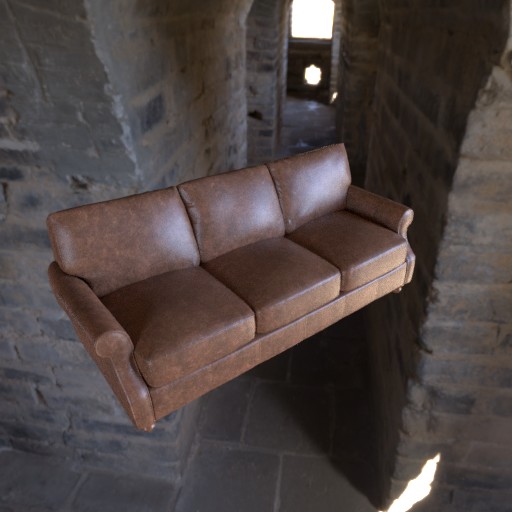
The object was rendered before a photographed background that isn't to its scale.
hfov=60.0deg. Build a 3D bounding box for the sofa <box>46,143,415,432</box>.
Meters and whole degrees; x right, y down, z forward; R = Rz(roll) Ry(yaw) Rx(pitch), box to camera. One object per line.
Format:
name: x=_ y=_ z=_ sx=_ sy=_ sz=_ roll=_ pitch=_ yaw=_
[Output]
sofa: x=0.000 y=0.000 z=2.834 sx=2.351 sy=0.977 sz=0.973 roll=-21 pitch=36 yaw=-32
